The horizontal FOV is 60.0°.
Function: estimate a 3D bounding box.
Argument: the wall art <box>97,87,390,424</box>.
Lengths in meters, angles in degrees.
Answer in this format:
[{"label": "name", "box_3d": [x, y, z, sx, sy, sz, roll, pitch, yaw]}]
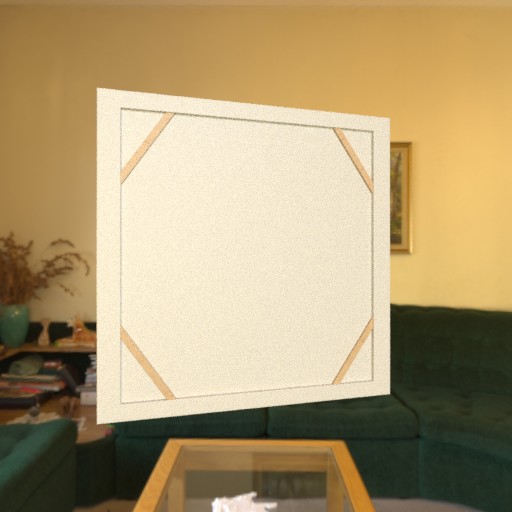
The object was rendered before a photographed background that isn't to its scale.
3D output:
[{"label": "wall art", "box_3d": [0.000, 0.000, 1.617, 1.092, 1.091, 0.051, 0, 0, -17]}]
